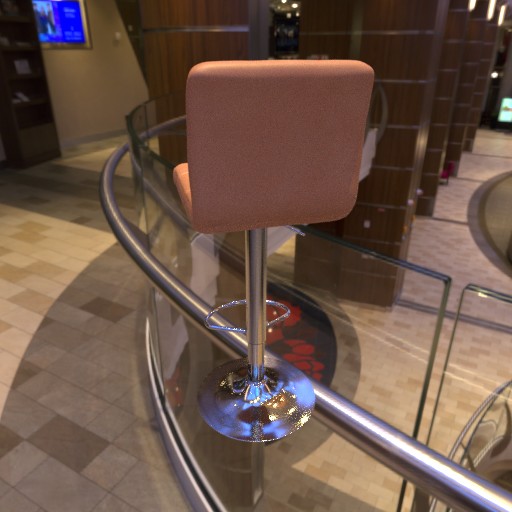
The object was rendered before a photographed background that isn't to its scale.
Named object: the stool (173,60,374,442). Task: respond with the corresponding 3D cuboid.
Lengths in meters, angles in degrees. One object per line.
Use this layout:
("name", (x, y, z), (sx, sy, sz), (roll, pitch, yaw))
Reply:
("stool", (0.000, 0.000, 1.365), (0.430, 1.115, 0.505), (-7, 26, -15))
